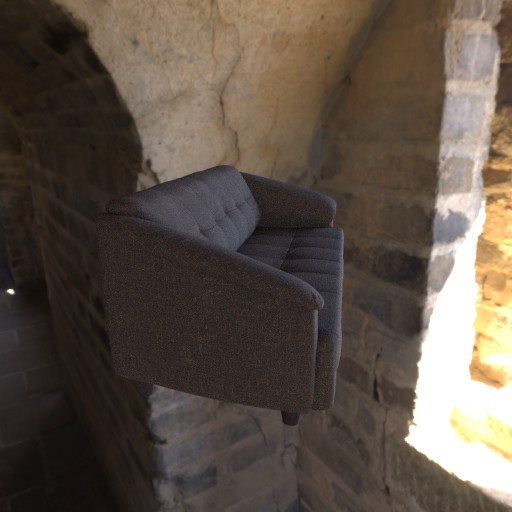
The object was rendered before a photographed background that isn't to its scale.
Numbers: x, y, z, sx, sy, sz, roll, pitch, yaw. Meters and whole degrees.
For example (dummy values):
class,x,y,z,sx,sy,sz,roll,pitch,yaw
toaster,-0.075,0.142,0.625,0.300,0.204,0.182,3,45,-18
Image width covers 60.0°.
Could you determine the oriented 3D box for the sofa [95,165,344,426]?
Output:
class,x,y,z,sx,sy,sz,roll,pitch,yaw
sofa,0.000,0.000,2.263,0.887,0.790,1.849,3,17,11
